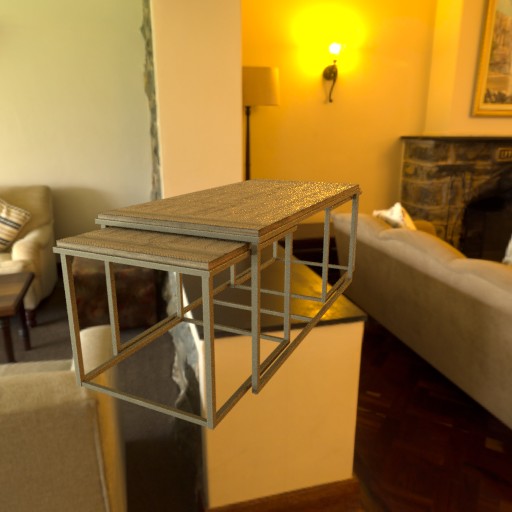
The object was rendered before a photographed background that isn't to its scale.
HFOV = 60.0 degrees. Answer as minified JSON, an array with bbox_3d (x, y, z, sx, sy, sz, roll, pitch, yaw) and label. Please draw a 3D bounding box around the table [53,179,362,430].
[{"bbox_3d":[0.000,0.000,1.566,0.489,0.427,1.312,8,18,25],"label":"table"}]
